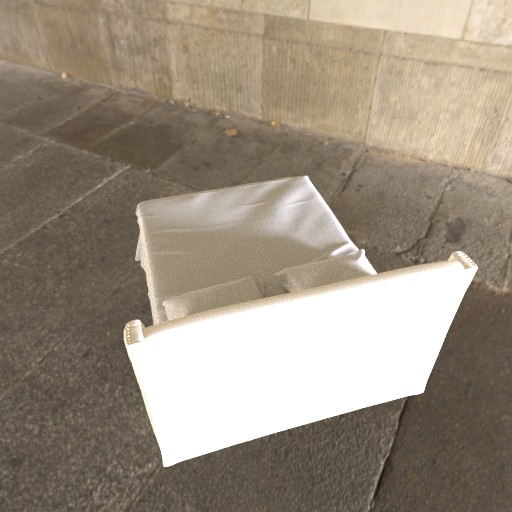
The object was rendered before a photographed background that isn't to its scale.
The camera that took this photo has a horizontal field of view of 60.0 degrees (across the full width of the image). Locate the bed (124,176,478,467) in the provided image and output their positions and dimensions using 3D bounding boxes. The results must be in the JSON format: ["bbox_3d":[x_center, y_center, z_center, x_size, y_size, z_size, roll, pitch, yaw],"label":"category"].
[{"bbox_3d":[0.000,0.000,3.465,1.925,1.332,2.276,-11,43,-12],"label":"bed"}]
